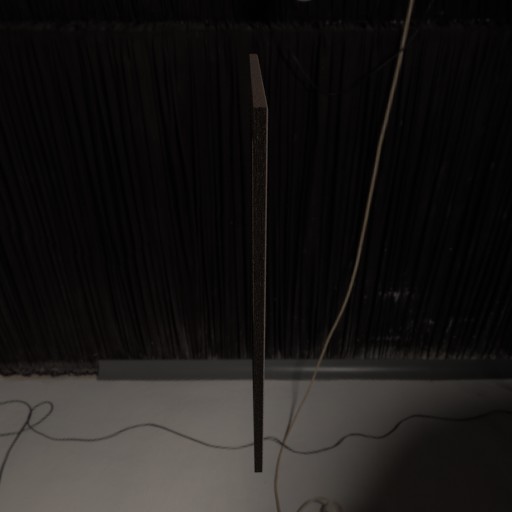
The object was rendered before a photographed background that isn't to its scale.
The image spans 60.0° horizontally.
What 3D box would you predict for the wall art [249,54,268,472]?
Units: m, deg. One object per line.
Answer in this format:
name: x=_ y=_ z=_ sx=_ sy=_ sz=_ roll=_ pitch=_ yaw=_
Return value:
wall art: x=0.000 y=0.000 z=0.657 sx=0.013 sy=0.508 sz=0.359 roll=-1 pitch=31 yaw=-1
